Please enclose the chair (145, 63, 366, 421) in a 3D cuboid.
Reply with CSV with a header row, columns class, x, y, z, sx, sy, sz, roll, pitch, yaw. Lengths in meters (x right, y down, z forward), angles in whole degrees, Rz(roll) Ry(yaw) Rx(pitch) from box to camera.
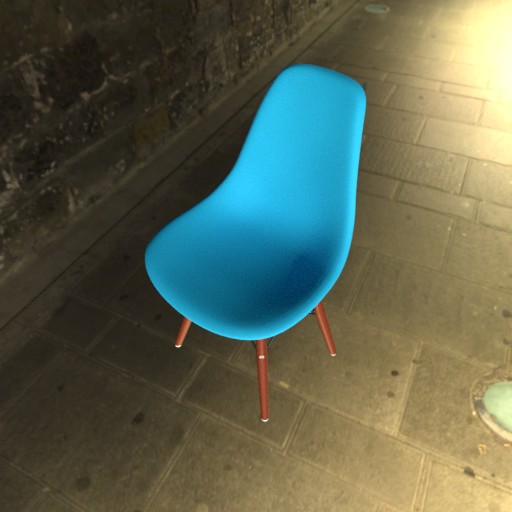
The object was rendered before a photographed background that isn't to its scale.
class,x,y,z,sx,sy,sz,roll,pitch,yaw
chair,0.000,0.000,1.180,0.470,0.826,0.533,32,53,28
